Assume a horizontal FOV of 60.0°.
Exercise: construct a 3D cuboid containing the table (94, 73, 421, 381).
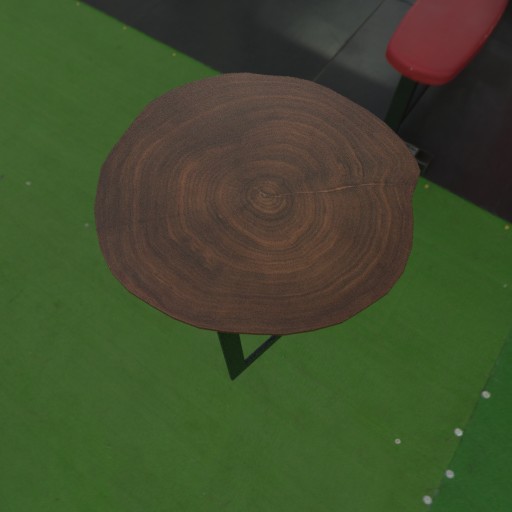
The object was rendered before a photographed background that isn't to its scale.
[{"bbox_3d":[0.000,0.000,0.883,0.494,0.476,0.477,35,69,16],"label":"table"}]
